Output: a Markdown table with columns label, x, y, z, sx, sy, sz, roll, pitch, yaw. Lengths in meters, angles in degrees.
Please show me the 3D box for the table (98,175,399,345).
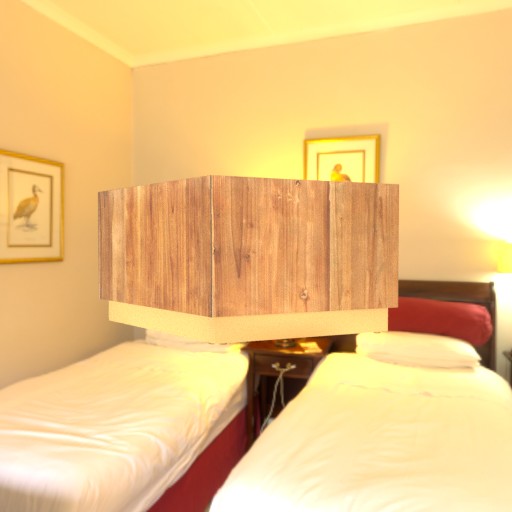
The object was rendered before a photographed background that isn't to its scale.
| label | x | y | z | sx | sy | sz | roll | pitch | yaw |
| --- | --- | --- | --- | --- | --- | --- | --- | --- | --- |
| table | 0.000 | 0.000 | 1.723 | 1.154 | 0.456 | 1.000 | -1 | 2 | -18 |
